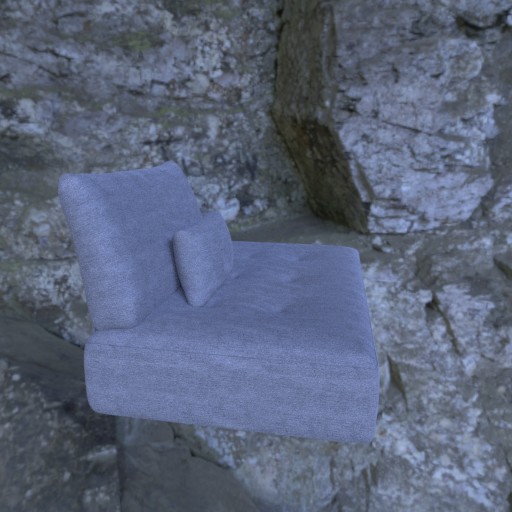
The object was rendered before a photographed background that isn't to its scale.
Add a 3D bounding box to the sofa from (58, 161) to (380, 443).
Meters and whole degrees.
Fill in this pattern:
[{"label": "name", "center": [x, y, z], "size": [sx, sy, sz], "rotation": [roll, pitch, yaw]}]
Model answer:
[{"label": "sofa", "center": [0.000, 0.000, 1.999], "size": [1.002, 0.820, 1.450], "rotation": [3, 15, 10]}]
